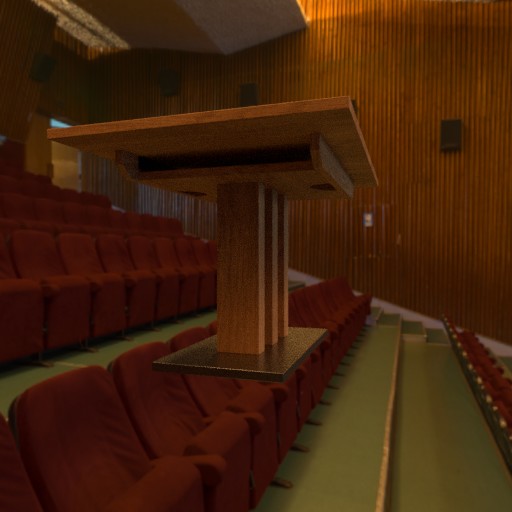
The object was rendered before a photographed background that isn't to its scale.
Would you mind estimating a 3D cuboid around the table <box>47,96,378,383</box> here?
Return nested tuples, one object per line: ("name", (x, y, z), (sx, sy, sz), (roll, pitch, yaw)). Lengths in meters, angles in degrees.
("table", (0.000, 0.000, 1.816), (0.900, 0.770, 1.300), (0, 0, 18))
